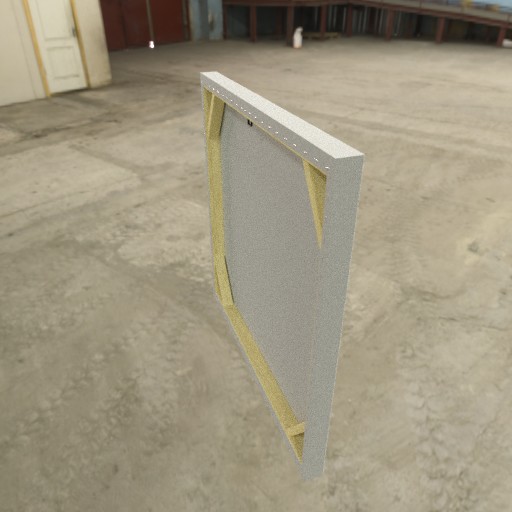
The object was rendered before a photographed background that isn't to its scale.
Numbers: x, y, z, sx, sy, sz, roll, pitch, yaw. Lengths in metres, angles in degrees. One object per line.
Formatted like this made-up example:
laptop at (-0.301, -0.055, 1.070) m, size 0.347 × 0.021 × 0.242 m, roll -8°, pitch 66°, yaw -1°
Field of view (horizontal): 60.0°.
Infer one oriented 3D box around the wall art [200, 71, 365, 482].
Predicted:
wall art at (0.000, 0.000, 0.900) m, size 0.038 × 0.610 × 0.610 m, roll -11°, pitch 33°, yaw -17°
